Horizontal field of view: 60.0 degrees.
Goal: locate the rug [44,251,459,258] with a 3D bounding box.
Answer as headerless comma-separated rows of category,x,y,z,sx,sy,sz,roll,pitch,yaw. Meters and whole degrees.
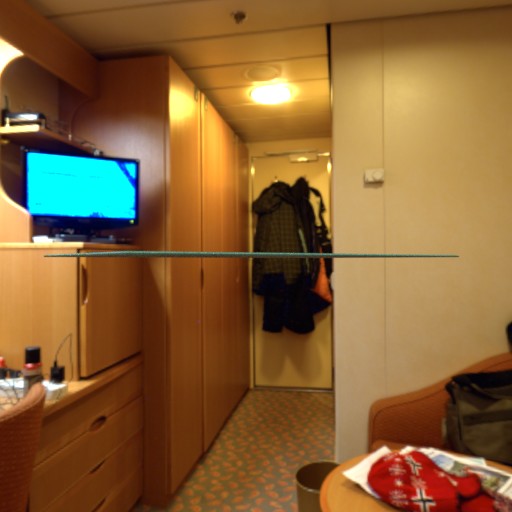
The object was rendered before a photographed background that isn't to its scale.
rug,0.000,0.000,3.535,2.769,0.018,1.830,0,-1,-36
